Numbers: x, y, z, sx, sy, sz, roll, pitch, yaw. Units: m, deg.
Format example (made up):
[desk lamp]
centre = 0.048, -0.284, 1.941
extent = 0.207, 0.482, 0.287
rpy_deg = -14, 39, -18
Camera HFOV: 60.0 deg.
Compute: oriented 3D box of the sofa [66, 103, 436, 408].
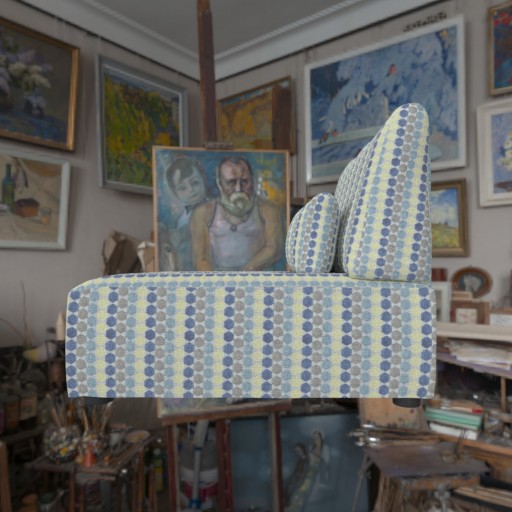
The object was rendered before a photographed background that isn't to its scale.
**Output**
[sofa]
centre = 0.000, 0.000, 1.520
extent = 1.000, 0.820, 0.700
rpy_deg = 0, -1, 0
